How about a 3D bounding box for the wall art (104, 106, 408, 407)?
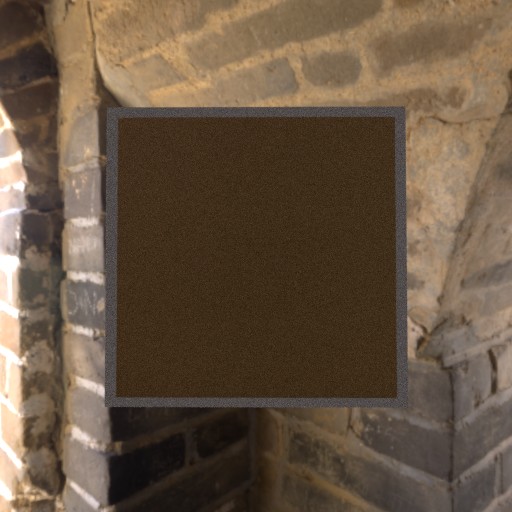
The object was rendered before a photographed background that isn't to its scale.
[{"bbox_3d":[0.000,0.000,0.766,0.508,0.507,0.035,0,-2,0],"label":"wall art"}]
